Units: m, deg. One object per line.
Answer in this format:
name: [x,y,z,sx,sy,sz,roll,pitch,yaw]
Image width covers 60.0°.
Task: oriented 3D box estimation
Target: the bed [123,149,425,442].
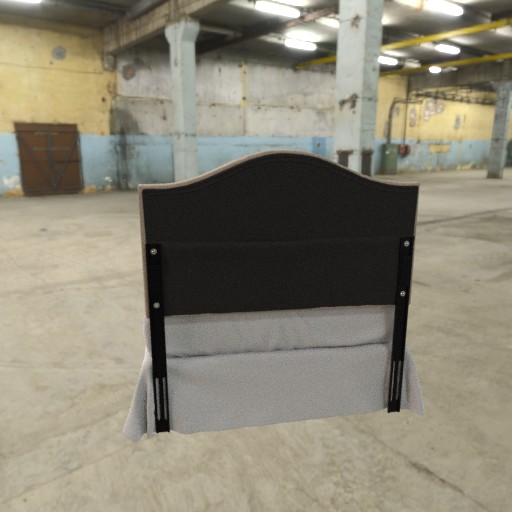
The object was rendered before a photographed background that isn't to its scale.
bed: [0.000,0.000,3.550,1.876,1.645,2.221,-2,13,-8]
